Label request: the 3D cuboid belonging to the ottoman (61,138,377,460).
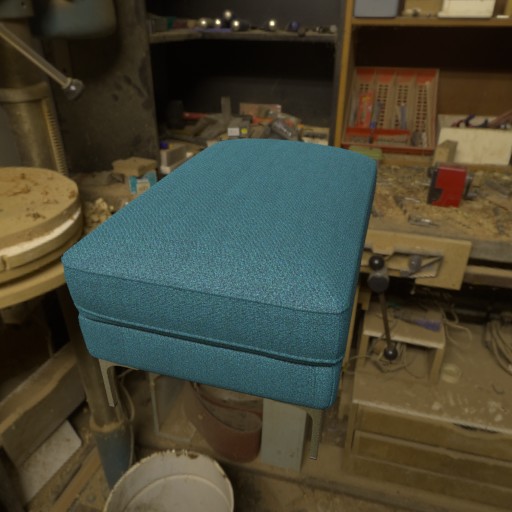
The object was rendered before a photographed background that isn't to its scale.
[{"bbox_3d":[0.000,0.000,1.199,0.563,0.498,0.856,8,31,15],"label":"ottoman"}]
